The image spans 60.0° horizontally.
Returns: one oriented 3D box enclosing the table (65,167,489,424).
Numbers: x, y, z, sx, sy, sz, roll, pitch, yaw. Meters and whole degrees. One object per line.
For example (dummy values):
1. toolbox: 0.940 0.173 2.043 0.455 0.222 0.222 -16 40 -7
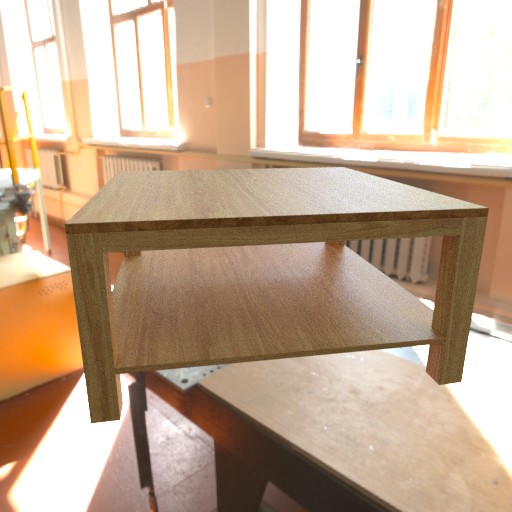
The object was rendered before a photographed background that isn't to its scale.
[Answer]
1. table: 0.000 0.000 1.406 0.900 0.450 0.900 -3 17 -10
